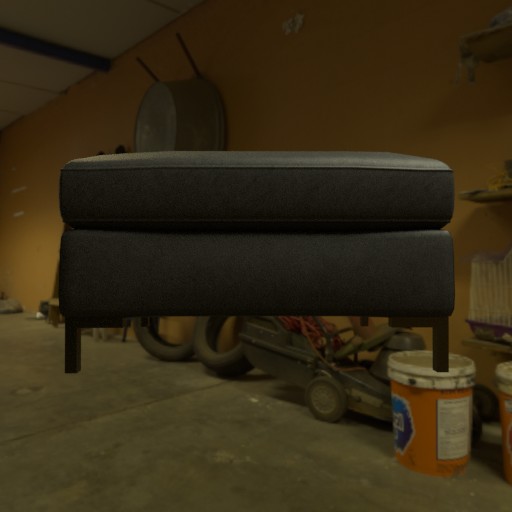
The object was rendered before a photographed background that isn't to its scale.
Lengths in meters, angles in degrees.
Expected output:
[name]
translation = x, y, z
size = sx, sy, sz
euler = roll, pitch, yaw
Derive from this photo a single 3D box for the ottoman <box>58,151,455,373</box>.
[ottoman]
translation = 0.000, 0.000, 1.777
size = 1.187, 0.696, 0.967
euler = 0, 0, -1
